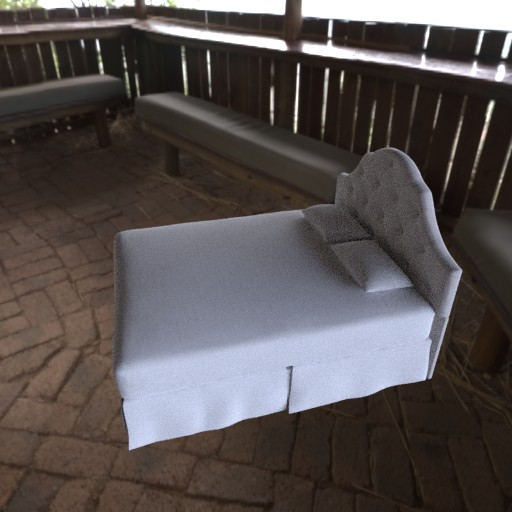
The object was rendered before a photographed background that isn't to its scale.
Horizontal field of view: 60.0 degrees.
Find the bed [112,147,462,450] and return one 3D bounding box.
[{"bbox_3d":[0.000,0.000,3.771,2.477,1.617,2.039,-8,32,-13],"label":"bed"}]
